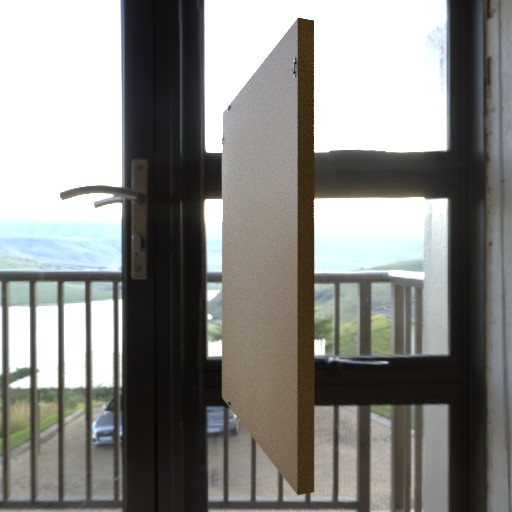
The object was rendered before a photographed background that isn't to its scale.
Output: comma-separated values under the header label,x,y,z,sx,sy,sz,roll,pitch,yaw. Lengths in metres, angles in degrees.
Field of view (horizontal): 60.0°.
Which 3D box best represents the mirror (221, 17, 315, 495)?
label,x,y,z,sx,sy,sz,roll,pitch,yaw
mirror,0.000,0.000,1.141,0.040,0.915,0.609,0,0,-18
